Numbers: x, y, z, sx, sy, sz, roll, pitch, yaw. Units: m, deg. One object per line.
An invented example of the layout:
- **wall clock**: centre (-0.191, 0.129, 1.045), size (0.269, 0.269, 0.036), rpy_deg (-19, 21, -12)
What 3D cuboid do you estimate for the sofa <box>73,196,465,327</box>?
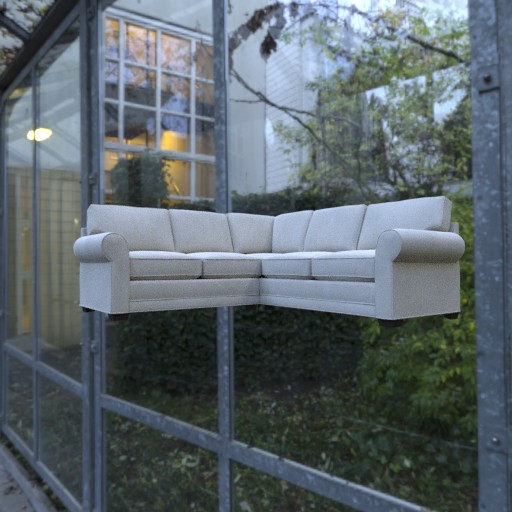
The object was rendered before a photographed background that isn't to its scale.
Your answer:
- **sofa**: centre (0.000, 0.000, 3.916), size (2.487, 1.054, 2.569), rpy_deg (1, -1, -37)
